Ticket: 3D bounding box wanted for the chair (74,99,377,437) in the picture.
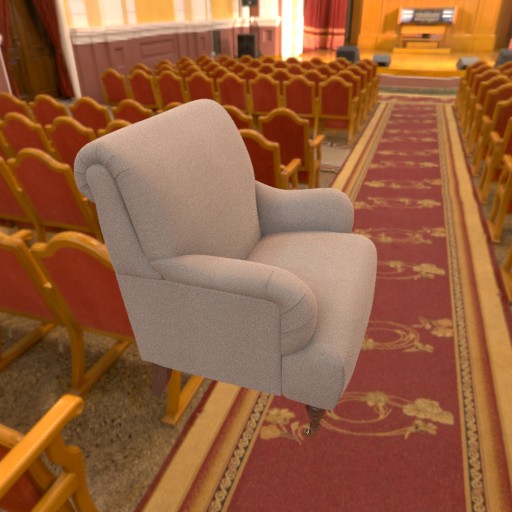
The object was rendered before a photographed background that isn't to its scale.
[{"bbox_3d":[0.000,0.000,1.582,0.842,0.942,0.766,10,31,17],"label":"chair"}]
